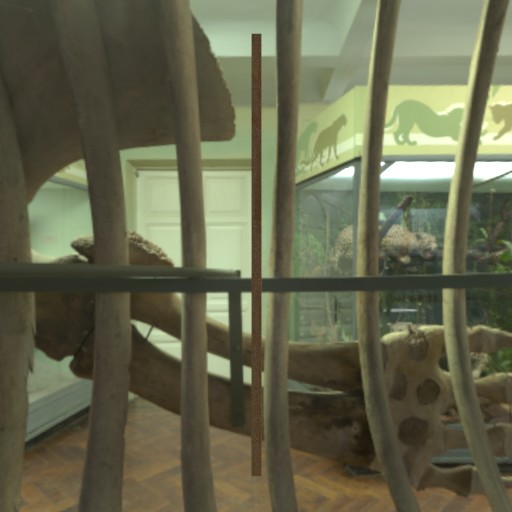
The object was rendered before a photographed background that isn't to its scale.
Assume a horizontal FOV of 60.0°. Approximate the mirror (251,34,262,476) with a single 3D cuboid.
[{"bbox_3d":[0.000,0.000,1.200,0.020,0.800,0.800,0,-1,0],"label":"mirror"}]
